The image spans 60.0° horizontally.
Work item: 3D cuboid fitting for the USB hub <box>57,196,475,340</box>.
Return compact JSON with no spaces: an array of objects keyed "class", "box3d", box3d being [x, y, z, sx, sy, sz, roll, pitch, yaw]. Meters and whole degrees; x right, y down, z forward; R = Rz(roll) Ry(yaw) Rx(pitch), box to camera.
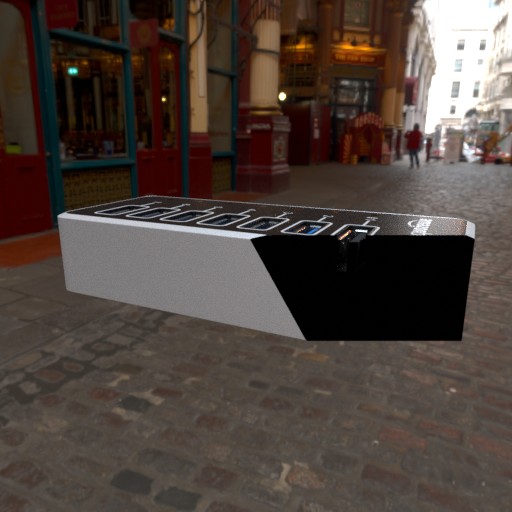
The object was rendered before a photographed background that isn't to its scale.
[{"class":"USB hub","box3d":[0.000,0.000,0.126,0.110,0.023,0.044,7,17,25]}]
